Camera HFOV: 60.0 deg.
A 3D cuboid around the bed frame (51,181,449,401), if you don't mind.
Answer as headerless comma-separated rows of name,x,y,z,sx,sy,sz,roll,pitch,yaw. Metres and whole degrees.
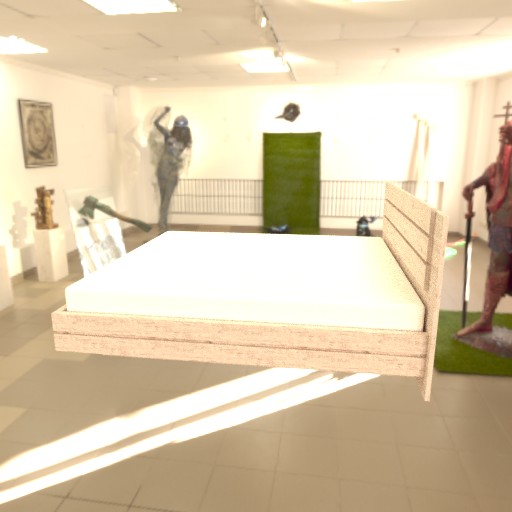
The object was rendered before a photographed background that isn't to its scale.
bed frame,0.000,0.000,3.229,2.080,0.970,1.950,2,14,8
